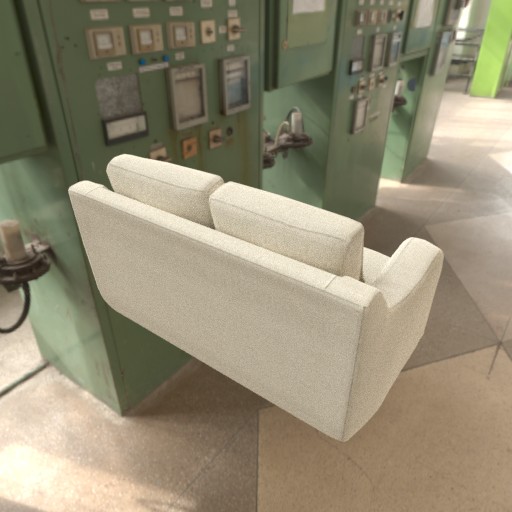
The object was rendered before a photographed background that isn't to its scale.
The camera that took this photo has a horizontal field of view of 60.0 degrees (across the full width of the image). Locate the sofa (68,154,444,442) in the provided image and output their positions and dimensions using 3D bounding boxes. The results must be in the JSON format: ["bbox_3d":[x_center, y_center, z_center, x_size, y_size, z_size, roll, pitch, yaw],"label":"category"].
[{"bbox_3d":[0.000,0.000,2.396,1.744,1.047,1.040,21,37,31],"label":"sofa"}]
